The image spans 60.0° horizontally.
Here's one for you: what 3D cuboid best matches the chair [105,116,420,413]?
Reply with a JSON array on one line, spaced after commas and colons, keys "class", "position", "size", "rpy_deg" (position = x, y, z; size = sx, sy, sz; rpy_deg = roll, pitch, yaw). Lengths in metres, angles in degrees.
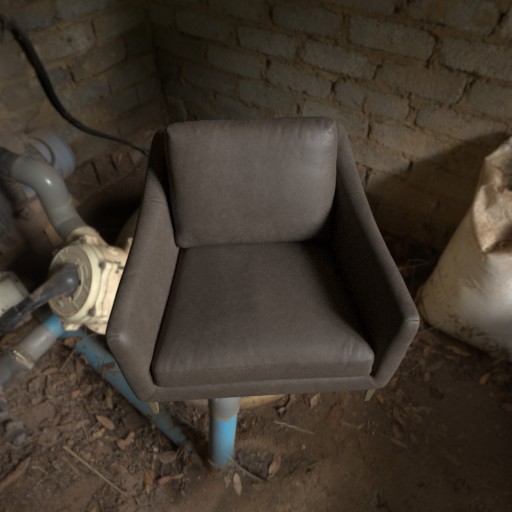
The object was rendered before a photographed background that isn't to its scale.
[{"class": "chair", "position": [0.000, 0.000, 1.786], "size": [0.988, 0.901, 0.961], "rpy_deg": [-3, 46, -2]}]
